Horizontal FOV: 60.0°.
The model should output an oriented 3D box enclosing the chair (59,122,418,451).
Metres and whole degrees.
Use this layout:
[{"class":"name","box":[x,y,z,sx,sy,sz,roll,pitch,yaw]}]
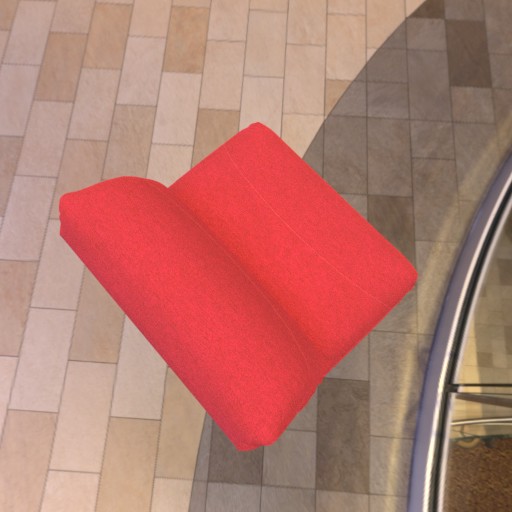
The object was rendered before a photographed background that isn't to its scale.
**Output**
[{"class":"chair","box":[0.000,0.000,1.374,0.780,0.580,0.820,-41,78,-11]}]
